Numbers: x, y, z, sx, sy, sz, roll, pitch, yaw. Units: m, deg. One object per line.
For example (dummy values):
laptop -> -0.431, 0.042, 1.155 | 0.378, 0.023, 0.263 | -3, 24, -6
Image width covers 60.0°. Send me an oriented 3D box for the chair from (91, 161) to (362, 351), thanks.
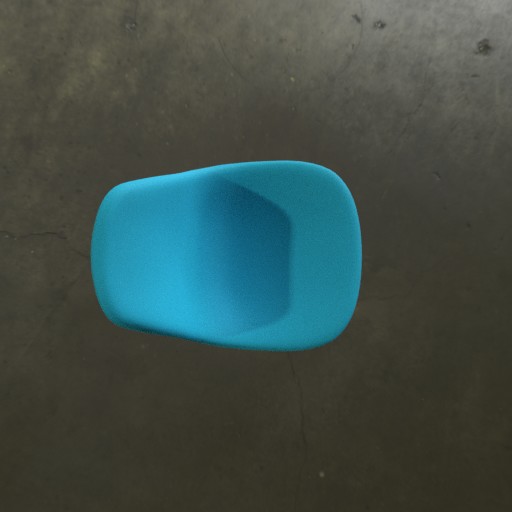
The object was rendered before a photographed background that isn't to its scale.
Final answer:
chair -> 0.000, 0.000, 1.138 | 0.533, 0.826, 0.470 | 0, 90, 1
